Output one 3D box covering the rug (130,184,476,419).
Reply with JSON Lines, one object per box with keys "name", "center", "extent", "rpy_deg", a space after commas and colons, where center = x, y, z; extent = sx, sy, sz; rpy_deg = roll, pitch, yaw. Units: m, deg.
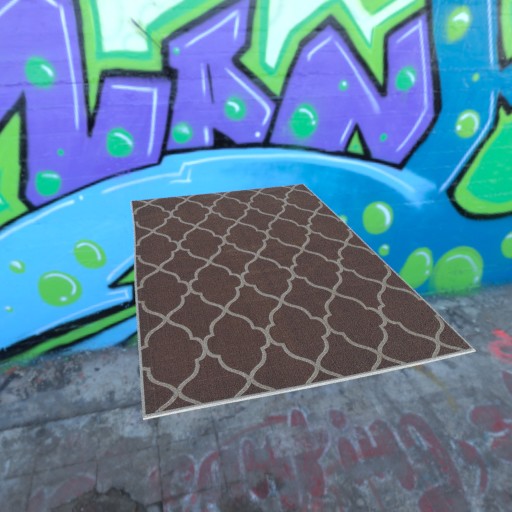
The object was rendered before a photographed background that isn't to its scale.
{"name": "rug", "center": [0.000, 0.000, 2.854], "extent": [1.528, 0.014, 2.294], "rpy_deg": [-8, 31, -13]}
